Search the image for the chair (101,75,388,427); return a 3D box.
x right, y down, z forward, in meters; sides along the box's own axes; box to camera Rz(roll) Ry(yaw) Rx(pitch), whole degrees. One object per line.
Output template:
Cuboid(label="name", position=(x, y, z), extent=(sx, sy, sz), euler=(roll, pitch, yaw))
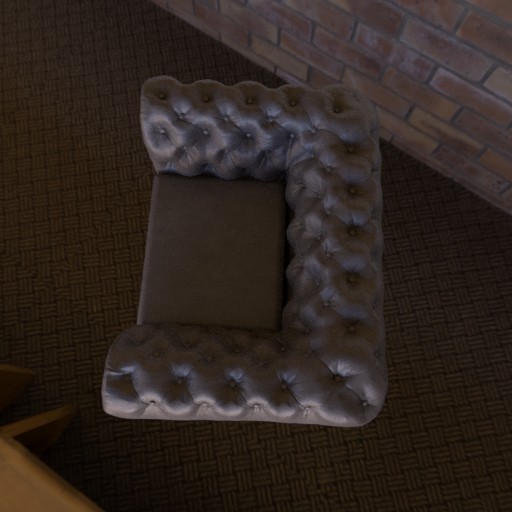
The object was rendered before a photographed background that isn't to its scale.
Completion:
Cuboid(label="chair", position=(0.000, 0.000, 1.881), extent=(0.943, 0.780, 1.298), euler=(3, 75, 1))
